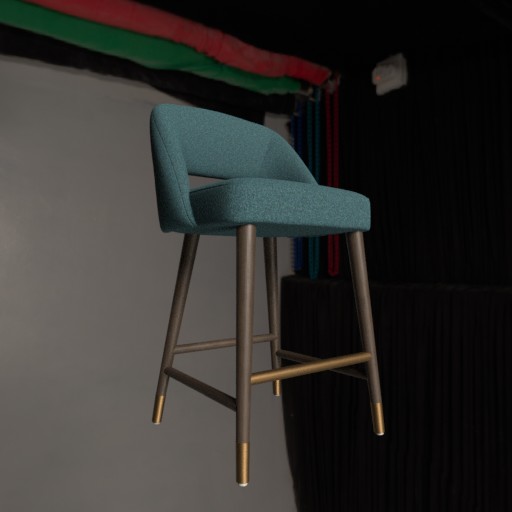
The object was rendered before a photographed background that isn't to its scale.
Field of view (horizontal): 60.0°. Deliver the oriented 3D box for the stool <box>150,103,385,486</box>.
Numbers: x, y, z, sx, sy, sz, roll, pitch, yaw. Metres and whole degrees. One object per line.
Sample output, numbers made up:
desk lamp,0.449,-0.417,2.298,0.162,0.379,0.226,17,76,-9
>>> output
stool,0.000,0.000,1.236,0.536,0.939,0.522,0,-1,-37
